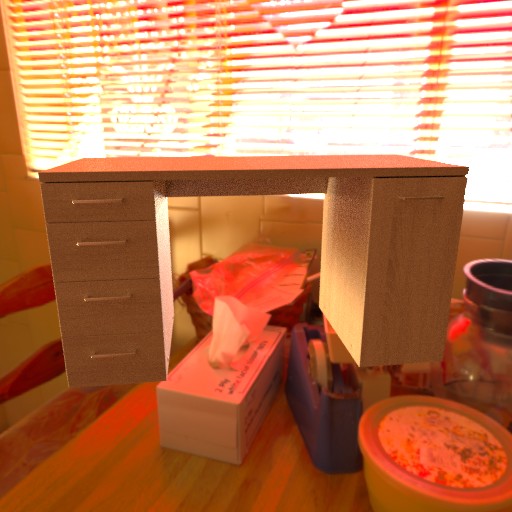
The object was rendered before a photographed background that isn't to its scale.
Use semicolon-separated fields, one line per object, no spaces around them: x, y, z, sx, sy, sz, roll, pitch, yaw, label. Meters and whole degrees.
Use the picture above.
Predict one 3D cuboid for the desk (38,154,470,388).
0.000;0.000;1.774;1.390;0.740;0.600;-2;17;-7;desk
